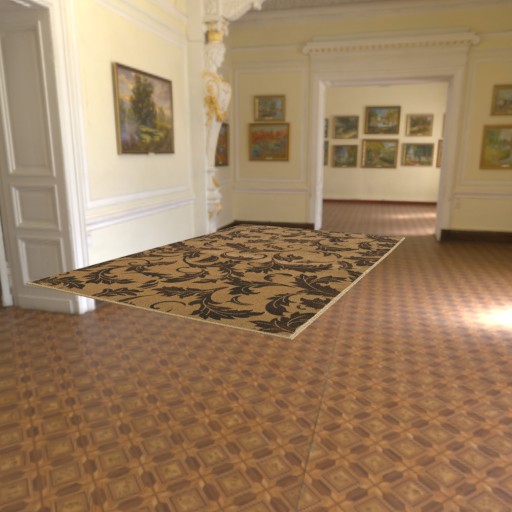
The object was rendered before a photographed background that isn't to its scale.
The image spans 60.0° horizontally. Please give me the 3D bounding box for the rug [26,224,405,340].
[{"bbox_3d":[0.000,0.000,2.935,1.522,0.008,2.284,7,15,27],"label":"rug"}]
